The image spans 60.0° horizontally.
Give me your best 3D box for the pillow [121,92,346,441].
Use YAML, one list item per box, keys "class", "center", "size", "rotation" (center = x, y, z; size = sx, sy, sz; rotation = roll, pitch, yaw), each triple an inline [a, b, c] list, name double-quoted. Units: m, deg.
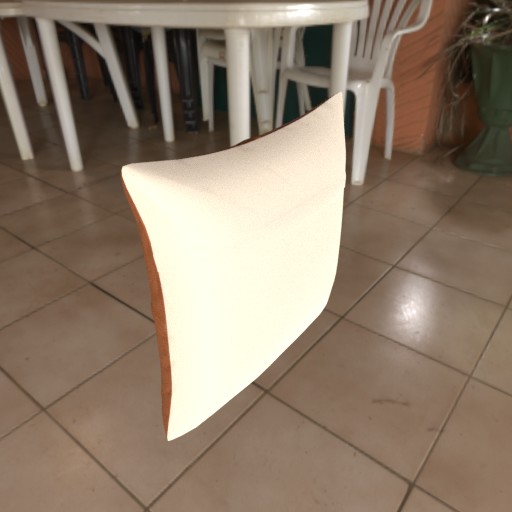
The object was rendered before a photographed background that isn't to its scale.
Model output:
- class: "pillow"
  center: [0.000, 0.000, 0.777]
  size: [0.192, 0.477, 0.501]
  rotation: [22, 38, 31]
